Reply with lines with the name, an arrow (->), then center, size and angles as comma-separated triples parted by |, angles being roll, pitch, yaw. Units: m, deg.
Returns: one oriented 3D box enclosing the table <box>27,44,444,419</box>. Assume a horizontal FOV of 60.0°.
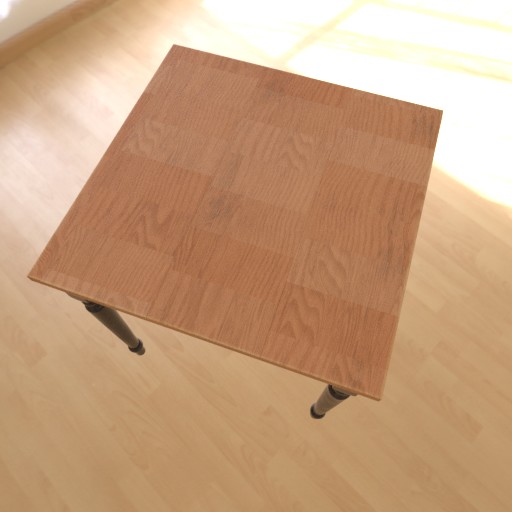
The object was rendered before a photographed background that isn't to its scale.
table -> 0.000, 0.000, 1.350 | 0.747, 0.738, 0.747 | 17, 65, 8
